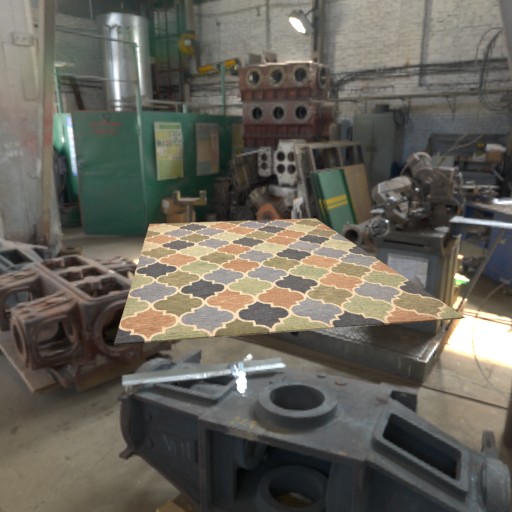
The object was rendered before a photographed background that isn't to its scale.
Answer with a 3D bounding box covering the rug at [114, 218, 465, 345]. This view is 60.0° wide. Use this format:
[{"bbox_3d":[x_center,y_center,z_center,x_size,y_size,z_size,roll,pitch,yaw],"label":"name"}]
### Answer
[{"bbox_3d":[0.000,0.000,2.360,1.216,0.006,1.828,-3,16,-9],"label":"rug"}]
